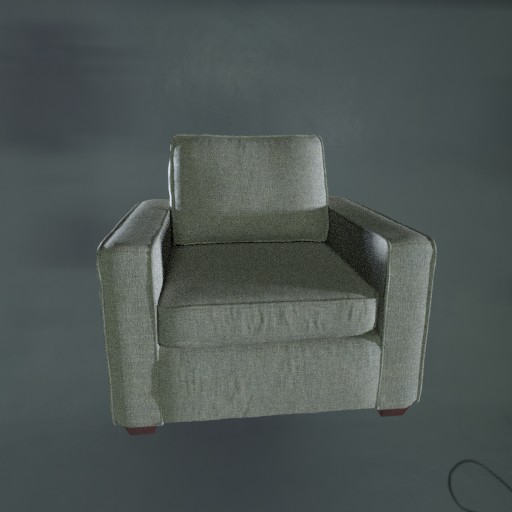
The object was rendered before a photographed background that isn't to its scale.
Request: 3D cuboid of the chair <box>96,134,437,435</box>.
[{"bbox_3d":[0.000,0.000,1.726,1.016,0.914,0.940,-2,16,-6],"label":"chair"}]
